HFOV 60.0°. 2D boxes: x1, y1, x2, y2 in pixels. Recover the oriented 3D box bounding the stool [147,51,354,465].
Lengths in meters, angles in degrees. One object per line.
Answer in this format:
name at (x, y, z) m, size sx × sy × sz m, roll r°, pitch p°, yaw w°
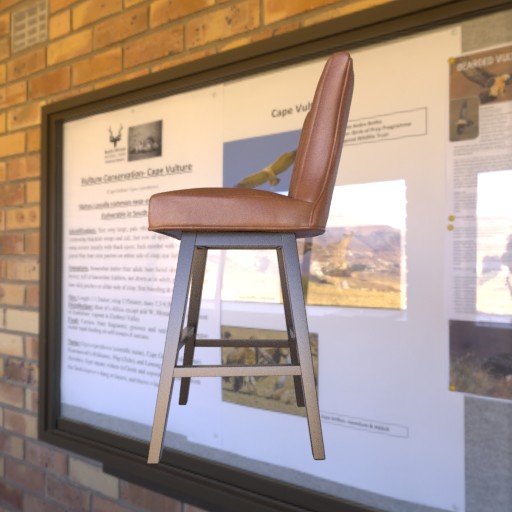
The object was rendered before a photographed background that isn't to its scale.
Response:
stool at (0.000, 0.000, 1.419) m, size 0.585 × 1.094 × 0.522 m, roll 0°, pitch -1°, yaw 0°
